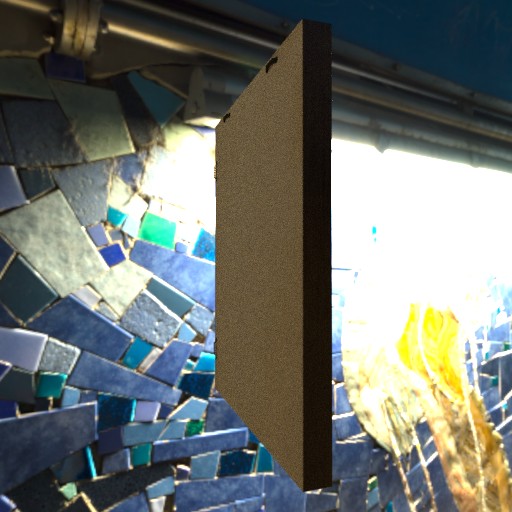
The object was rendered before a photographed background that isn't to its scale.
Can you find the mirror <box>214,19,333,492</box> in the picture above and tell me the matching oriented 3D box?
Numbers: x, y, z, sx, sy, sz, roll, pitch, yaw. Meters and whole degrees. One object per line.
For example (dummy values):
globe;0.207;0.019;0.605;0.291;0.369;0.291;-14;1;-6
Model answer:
mirror;0.000;0.000;0.671;0.041;0.508;0.405;0;-1;-19
